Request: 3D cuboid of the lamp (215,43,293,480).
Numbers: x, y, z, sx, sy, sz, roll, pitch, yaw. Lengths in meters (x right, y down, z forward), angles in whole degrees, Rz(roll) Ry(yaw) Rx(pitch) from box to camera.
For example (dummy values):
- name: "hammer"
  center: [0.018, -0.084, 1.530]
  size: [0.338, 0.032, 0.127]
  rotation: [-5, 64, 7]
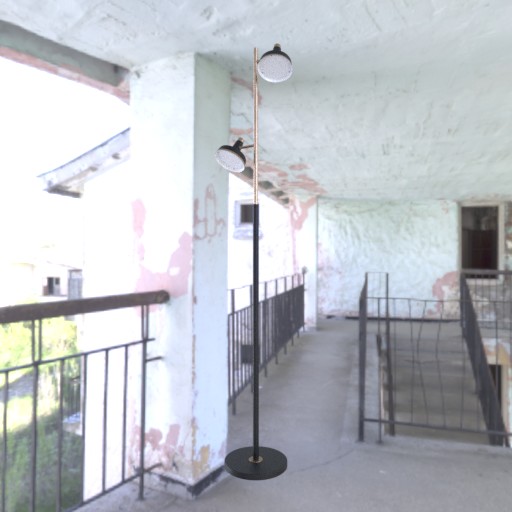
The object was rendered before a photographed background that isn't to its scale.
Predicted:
- name: "lamp"
  center: [0.000, 0.000, 1.781]
  size: [0.351, 1.674, 0.253]
  rotation: [0, 0, 36]
